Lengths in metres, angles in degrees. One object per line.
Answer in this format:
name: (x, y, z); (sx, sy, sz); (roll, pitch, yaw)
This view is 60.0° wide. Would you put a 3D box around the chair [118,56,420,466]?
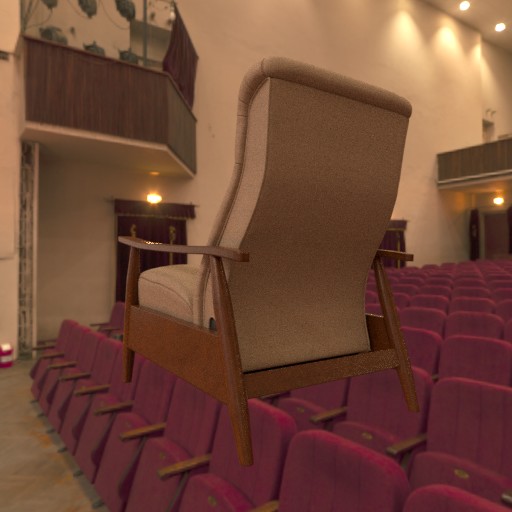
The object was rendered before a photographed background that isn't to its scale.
chair: (0.000, 0.000, 1.731); (0.762, 1.082, 1.030); (0, -1, -35)
